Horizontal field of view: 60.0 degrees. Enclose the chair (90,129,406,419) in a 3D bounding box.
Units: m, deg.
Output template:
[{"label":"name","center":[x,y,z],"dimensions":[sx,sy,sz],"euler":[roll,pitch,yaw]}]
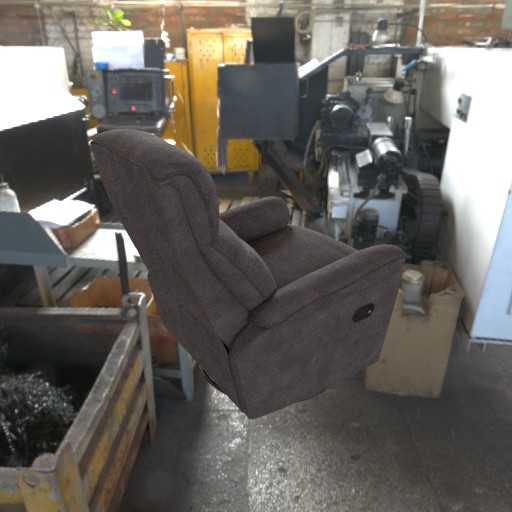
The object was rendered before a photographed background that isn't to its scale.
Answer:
[{"label":"chair","center":[0.000,0.000,1.759],"dimensions":[1.009,1.035,0.830],"euler":[-17,31,-31]}]
